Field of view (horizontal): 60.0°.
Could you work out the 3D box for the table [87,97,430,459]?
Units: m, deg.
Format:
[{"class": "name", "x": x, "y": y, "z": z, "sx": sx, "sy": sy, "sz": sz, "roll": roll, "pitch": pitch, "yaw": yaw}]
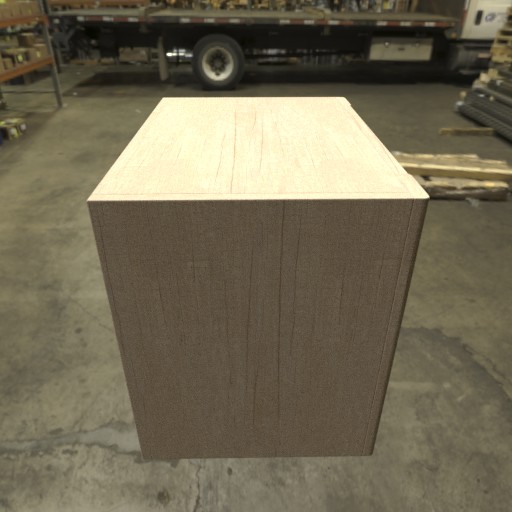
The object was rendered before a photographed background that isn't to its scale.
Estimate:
[{"class": "table", "x": 0.000, "y": 0.000, "z": 0.913, "sx": 0.420, "sy": 0.510, "sz": 0.570, "roll": 0, "pitch": 32, "yaw": -1}]
